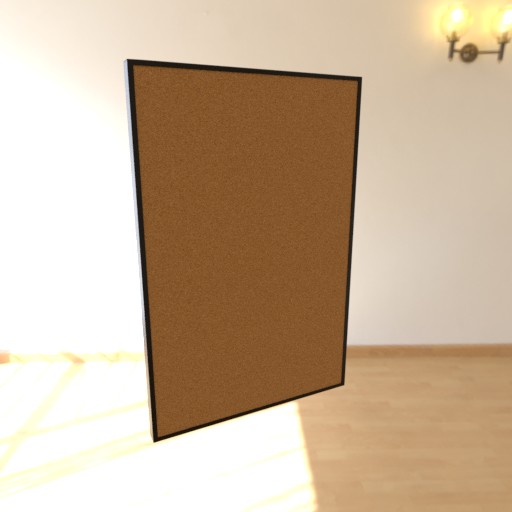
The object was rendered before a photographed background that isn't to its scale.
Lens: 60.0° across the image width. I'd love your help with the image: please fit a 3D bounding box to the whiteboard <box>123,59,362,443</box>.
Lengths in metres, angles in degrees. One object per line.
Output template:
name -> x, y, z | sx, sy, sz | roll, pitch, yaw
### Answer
whiteboard -> 0.000, 0.000, 0.780 | 0.406, 0.611, 0.026 | -7, 17, -26
